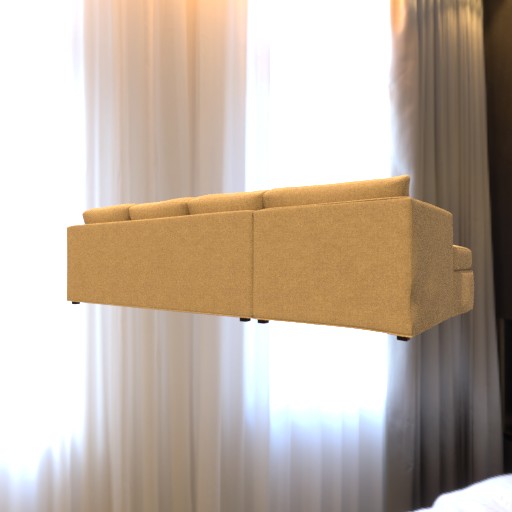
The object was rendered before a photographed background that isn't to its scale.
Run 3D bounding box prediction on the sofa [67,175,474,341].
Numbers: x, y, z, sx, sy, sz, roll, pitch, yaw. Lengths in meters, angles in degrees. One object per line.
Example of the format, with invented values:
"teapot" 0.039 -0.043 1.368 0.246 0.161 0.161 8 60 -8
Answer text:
"sofa" 0.000 0.000 3.830 3.198 0.920 1.638 0 -1 36
